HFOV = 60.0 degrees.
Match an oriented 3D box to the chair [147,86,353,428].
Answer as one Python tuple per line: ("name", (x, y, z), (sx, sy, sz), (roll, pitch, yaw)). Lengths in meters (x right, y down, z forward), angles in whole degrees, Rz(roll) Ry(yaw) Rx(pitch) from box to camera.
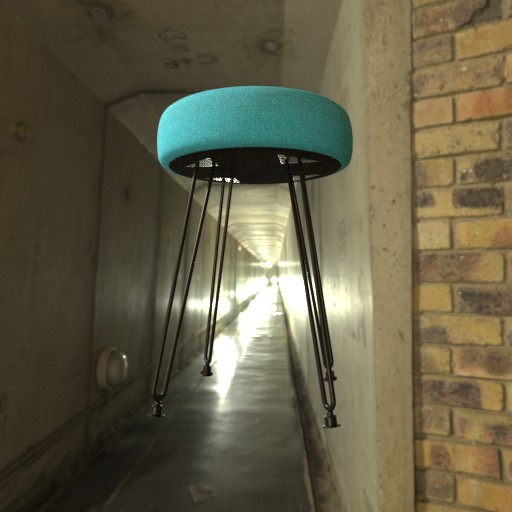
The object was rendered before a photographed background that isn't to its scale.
("chair", (0.000, 0.000, 0.696), (0.350, 0.440, 0.350), (1, -1, -35))
